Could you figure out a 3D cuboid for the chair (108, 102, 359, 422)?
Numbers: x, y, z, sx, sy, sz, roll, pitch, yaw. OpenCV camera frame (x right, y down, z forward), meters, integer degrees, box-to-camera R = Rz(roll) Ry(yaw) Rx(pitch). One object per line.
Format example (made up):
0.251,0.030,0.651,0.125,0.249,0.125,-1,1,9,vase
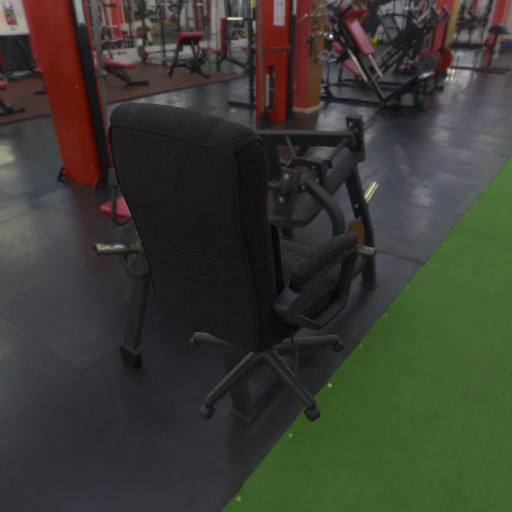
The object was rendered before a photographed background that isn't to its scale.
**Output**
0.000,0.000,1.557,0.667,1.105,0.724,22,36,33,chair
